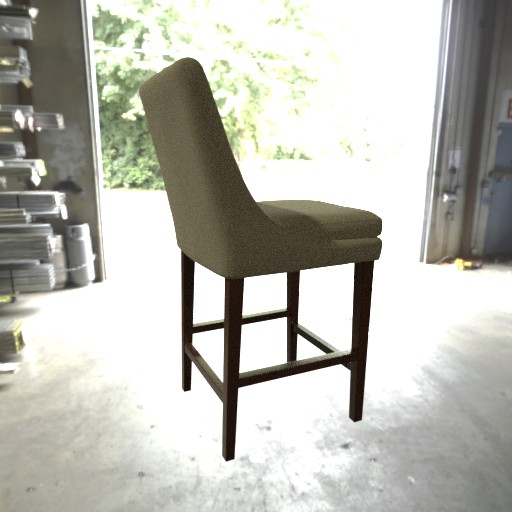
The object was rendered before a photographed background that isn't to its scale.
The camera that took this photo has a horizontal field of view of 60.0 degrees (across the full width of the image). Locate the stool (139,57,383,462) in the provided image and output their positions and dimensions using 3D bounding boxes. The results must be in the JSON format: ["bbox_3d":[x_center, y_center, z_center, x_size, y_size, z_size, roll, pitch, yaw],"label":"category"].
[{"bbox_3d":[0.000,0.000,1.304,0.577,0.981,0.470,-6,14,-25],"label":"stool"}]
